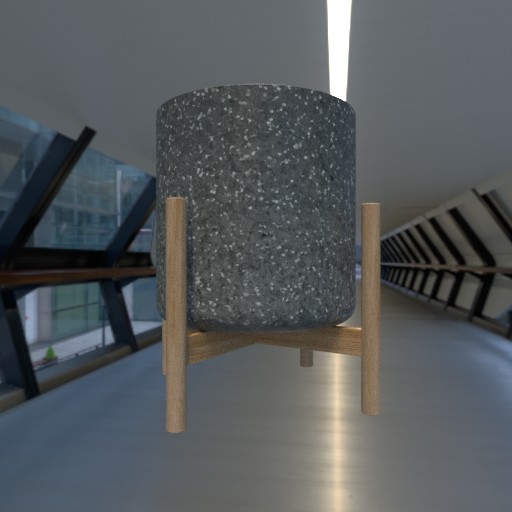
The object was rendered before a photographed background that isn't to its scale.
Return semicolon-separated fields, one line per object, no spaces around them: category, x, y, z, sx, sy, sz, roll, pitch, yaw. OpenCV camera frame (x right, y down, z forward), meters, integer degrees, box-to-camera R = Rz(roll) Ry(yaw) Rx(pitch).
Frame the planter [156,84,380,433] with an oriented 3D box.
planter;0.000;0.000;0.690;0.360;0.419;0.360;0;0;-35
